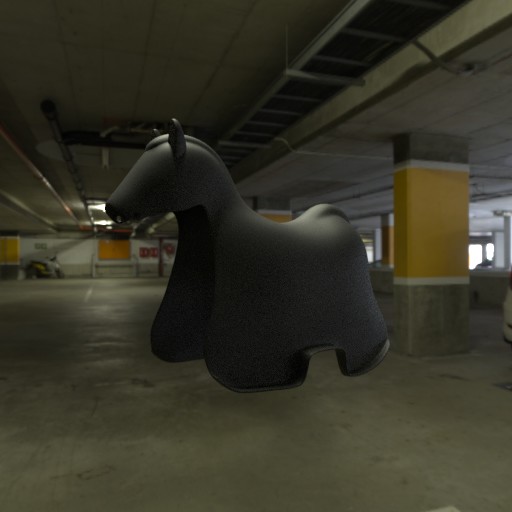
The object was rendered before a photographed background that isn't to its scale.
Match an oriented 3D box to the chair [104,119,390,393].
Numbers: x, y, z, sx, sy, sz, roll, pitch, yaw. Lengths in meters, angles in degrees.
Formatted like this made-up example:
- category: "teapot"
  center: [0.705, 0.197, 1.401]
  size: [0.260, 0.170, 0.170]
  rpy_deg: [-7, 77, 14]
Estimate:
- category: "chair"
  center: [0.000, 0.000, 1.191]
  size: [0.800, 0.612, 0.429]
  rpy_deg: [0, 0, -37]
